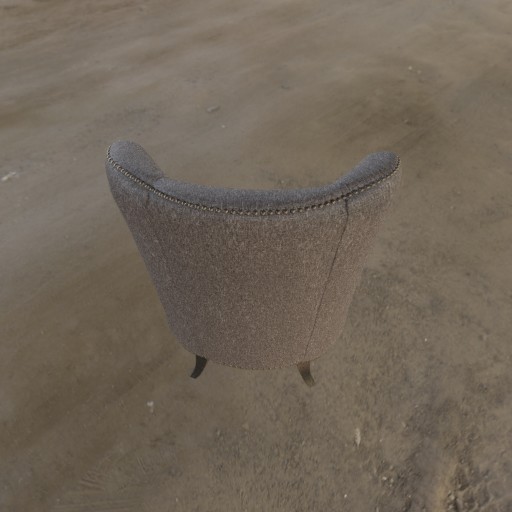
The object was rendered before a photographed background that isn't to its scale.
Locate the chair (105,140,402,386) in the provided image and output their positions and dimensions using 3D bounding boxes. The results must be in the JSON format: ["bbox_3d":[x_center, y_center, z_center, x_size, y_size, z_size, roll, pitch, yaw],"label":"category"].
[{"bbox_3d":[0.000,0.000,1.564,0.759,1.060,0.758,3,46,3],"label":"chair"}]
